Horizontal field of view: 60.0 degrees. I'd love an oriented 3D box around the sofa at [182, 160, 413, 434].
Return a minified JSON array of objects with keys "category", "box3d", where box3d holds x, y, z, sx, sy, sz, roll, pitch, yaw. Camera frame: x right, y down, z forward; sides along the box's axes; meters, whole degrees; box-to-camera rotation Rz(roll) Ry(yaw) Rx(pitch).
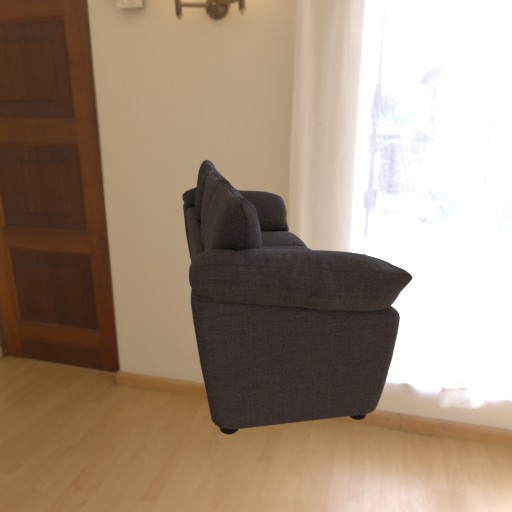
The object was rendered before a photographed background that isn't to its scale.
[{"category":"sofa","box3d":[0.000,0.000,2.829,0.883,1.080,2.336,-3,16,-9]}]
